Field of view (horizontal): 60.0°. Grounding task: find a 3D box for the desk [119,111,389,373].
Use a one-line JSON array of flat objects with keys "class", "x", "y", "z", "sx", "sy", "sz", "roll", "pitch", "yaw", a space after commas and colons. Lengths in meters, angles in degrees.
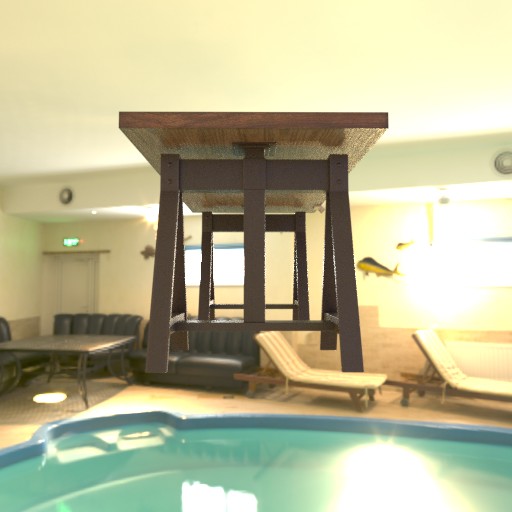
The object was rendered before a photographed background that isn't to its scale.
[{"class": "desk", "x": 0.000, "y": 0.000, "z": 1.992, "sx": 0.784, "sy": 0.725, "sz": 1.543, "roll": 0, "pitch": -3, "yaw": 0}]
